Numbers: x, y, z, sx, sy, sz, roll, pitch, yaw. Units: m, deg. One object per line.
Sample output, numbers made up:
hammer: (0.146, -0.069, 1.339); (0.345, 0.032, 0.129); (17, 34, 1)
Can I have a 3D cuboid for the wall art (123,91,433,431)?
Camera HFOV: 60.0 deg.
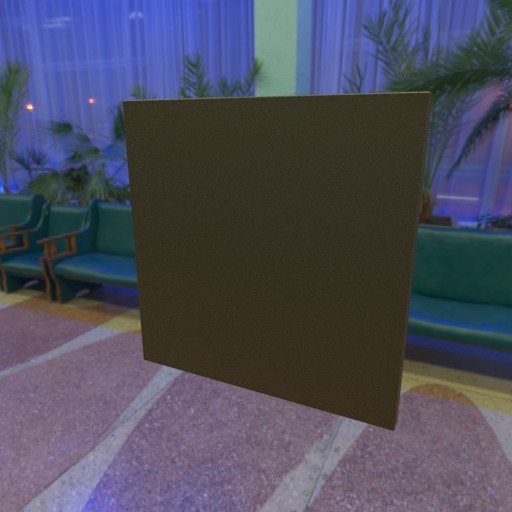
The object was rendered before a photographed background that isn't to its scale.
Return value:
wall art: (0.000, 0.000, 0.749); (0.503, 0.506, 0.031); (8, 18, 25)
